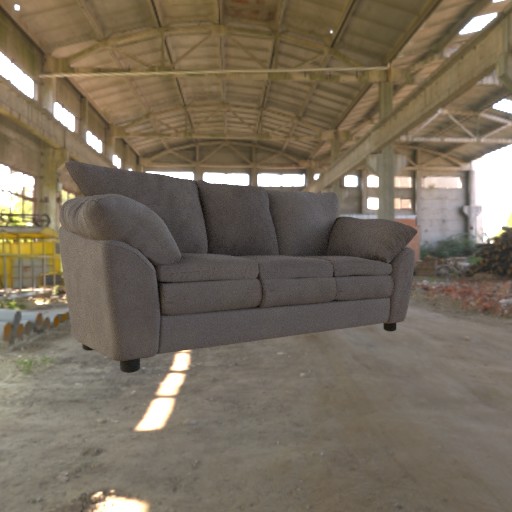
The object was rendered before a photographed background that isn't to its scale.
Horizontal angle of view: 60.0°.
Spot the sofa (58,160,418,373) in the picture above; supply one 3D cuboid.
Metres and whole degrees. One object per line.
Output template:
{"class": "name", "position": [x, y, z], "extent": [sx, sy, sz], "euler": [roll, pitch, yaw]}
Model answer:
{"class": "sofa", "position": [0.000, 0.000, 2.877], "extent": [2.336, 1.073, 0.878], "euler": [0, 0, -37]}
